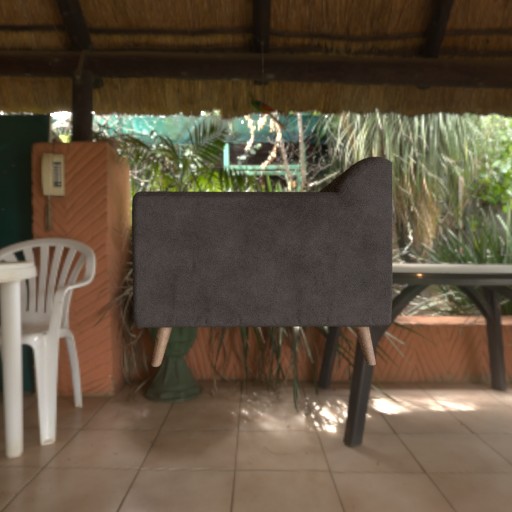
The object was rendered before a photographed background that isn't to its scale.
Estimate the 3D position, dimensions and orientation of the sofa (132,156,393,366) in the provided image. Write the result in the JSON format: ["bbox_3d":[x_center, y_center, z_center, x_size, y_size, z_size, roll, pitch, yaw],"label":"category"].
[{"bbox_3d":[0.000,0.000,2.591,0.900,0.740,2.190,0,1,-1],"label":"sofa"}]
